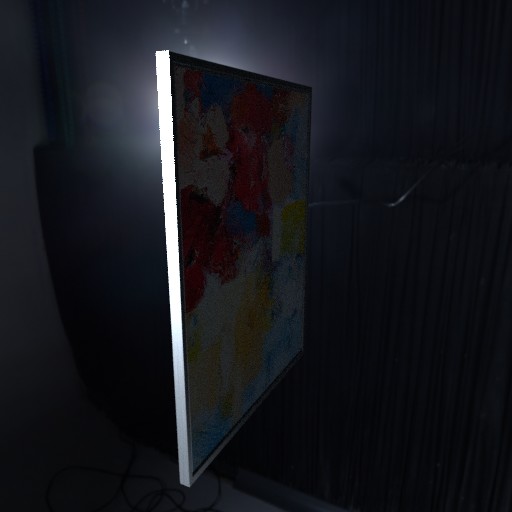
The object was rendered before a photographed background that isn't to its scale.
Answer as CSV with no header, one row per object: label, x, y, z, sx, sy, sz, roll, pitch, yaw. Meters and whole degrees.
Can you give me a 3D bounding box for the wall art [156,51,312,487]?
wall art,0.000,0.000,1.372,0.030,1.046,0.816,8,17,26
